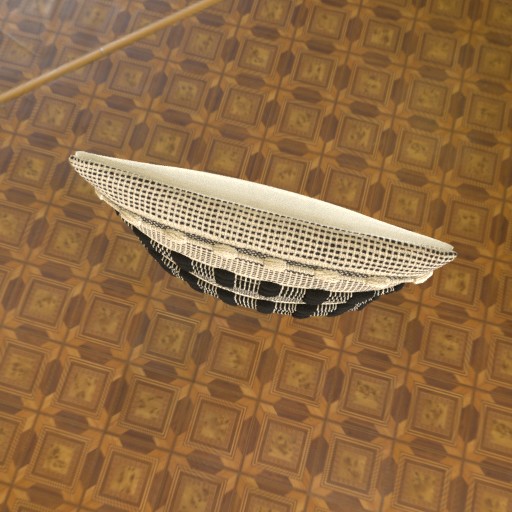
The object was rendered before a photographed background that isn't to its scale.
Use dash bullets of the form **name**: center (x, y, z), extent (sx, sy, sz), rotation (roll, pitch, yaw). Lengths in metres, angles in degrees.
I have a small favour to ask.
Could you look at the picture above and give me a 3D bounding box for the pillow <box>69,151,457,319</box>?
- **pillow**: center (0.000, 0.000, 0.683), extent (0.436, 0.438, 0.156), rotation (15, 77, 3)
